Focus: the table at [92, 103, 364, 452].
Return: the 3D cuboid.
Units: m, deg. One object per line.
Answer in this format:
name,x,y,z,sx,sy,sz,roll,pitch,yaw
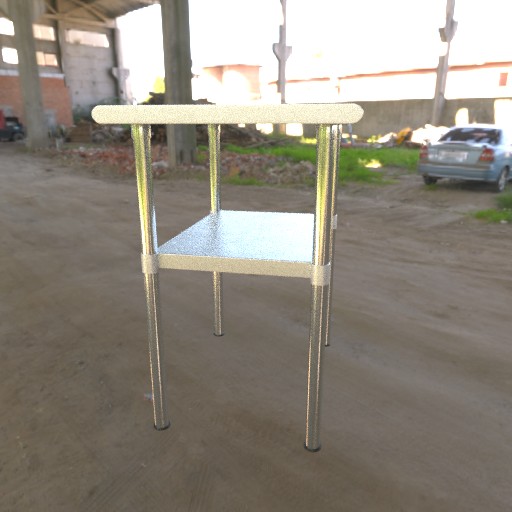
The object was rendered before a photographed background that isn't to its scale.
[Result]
table,0.000,0.000,1.398,0.584,0.876,0.762,3,17,11
